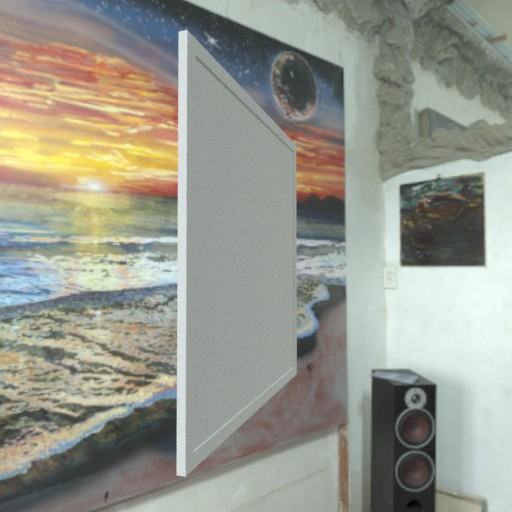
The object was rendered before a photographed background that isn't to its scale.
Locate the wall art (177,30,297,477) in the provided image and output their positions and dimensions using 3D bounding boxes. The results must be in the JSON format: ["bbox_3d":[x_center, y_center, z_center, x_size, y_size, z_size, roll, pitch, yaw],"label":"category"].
[{"bbox_3d":[0.000,0.000,0.968,0.015,0.660,0.660,-1,-2,19],"label":"wall art"}]
